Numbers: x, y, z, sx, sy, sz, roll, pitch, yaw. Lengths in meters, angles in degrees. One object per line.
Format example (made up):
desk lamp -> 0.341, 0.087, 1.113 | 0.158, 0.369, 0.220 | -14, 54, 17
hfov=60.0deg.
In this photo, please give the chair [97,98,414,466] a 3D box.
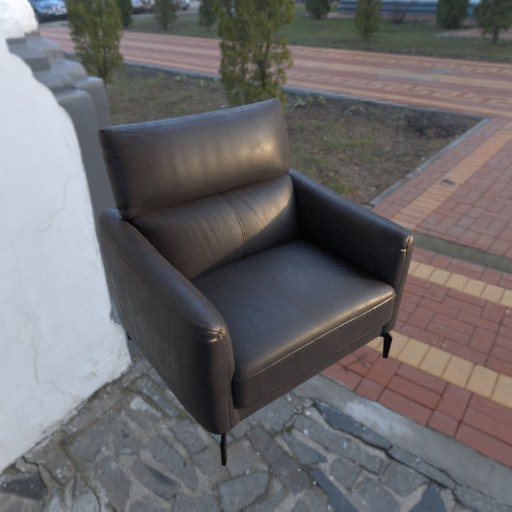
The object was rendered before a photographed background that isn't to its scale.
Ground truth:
chair -> 0.000, 0.000, 1.688 | 0.976, 0.949, 0.809 | -21, 37, -31
